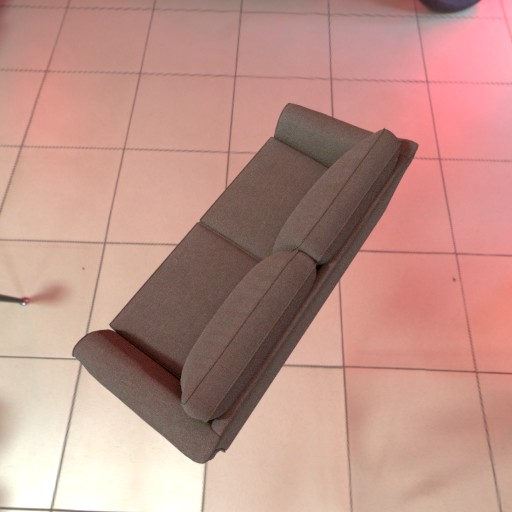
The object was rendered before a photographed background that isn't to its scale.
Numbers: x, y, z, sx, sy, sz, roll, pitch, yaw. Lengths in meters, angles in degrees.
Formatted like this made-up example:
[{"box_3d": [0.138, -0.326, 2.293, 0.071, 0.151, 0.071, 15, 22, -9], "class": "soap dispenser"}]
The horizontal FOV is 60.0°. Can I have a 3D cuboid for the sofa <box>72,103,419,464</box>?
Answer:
[{"box_3d": [0.000, 0.000, 2.788, 0.986, 0.906, 2.270, 32, 69, 14], "class": "sofa"}]
